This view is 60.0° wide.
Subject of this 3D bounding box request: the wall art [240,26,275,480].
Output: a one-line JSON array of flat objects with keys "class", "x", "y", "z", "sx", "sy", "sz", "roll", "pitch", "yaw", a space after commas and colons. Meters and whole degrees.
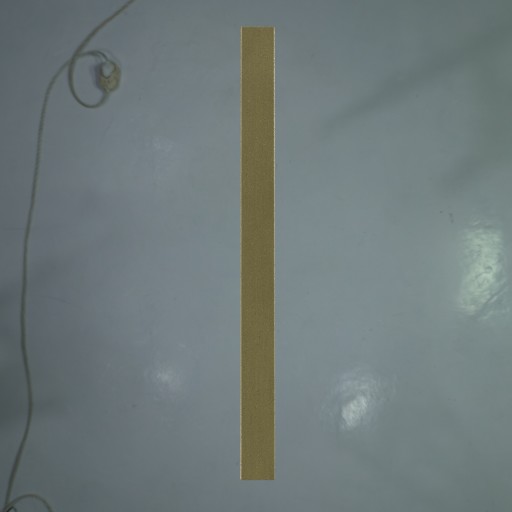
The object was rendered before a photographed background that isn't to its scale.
[{"class": "wall art", "x": 0.000, "y": 0.000, "z": 0.749, "sx": 0.038, "sy": 0.508, "sz": 0.508, "roll": 0, "pitch": 89, "yaw": 0}]
